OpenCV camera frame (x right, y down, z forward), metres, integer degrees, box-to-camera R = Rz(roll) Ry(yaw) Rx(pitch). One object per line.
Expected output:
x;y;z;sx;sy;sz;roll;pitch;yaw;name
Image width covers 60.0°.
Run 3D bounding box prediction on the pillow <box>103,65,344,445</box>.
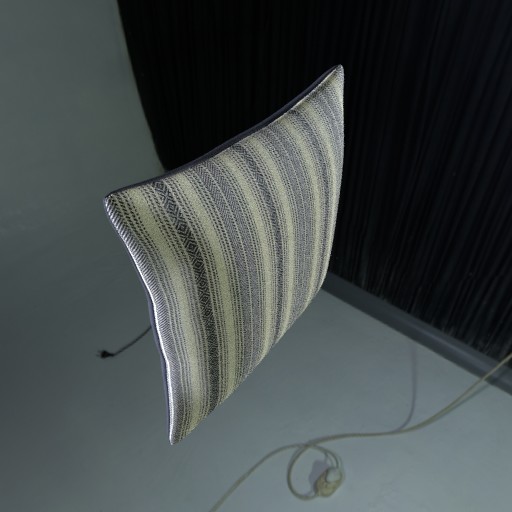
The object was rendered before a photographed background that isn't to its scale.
0.000;0.000;0.770;0.166;0.508;0.520;25;47;26;pillow
